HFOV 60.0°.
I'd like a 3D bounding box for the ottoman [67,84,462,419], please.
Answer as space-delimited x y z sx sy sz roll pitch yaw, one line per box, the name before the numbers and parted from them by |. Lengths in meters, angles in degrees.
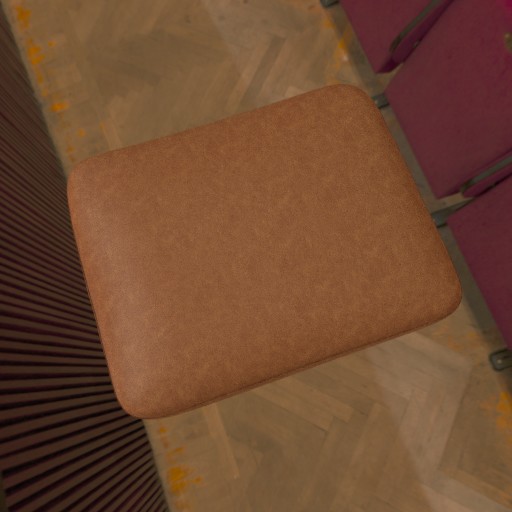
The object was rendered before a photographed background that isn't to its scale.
ottoman | 0.000 0.000 1.112 0.747 0.478 0.593 -19 76 -5
